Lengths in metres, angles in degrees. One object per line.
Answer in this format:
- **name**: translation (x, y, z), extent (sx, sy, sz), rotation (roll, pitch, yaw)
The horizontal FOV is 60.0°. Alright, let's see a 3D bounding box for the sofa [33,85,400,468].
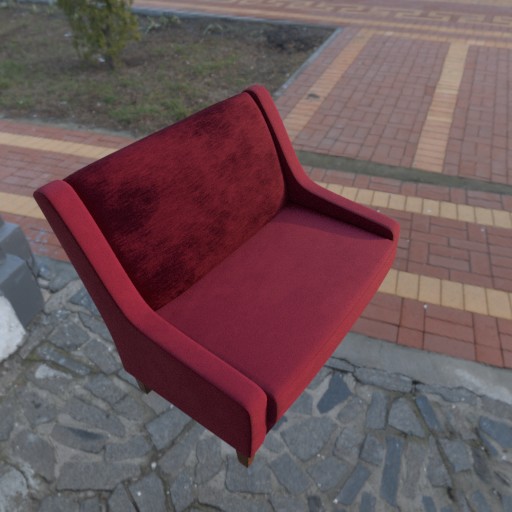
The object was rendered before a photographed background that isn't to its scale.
- **sofa**: translation (0.000, 0.000, 1.922), extent (0.946, 0.976, 1.242), rotation (25, 46, 27)
